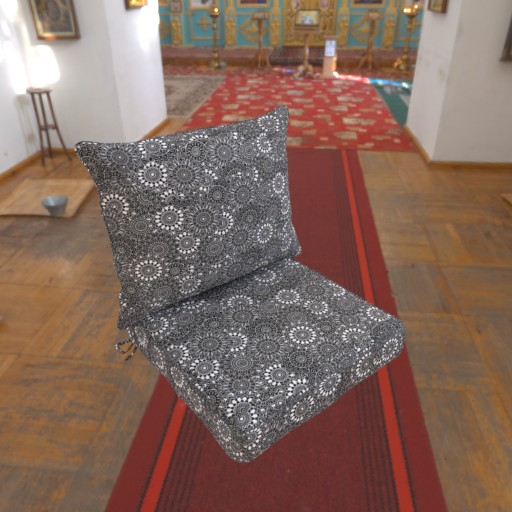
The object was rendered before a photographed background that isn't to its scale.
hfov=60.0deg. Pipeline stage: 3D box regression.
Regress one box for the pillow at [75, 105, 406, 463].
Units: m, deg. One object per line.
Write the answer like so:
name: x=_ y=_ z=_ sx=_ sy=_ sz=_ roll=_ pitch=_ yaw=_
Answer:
pillow: x=0.000 y=0.000 z=1.365 sx=0.798 sy=0.722 sz=0.740 roll=-22 pitch=36 yaw=-33
